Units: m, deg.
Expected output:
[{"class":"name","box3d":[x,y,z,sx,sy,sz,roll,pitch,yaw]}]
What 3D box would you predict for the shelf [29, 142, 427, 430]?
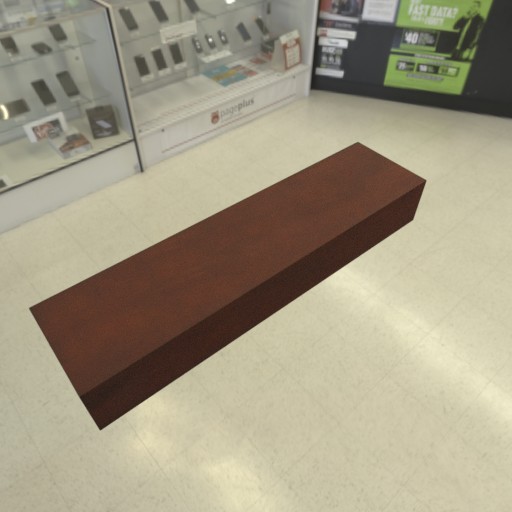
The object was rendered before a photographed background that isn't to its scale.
[{"class":"shelf","box3d":[0.000,0.000,0.676,0.607,0.088,0.152,-30,53,-26]}]
